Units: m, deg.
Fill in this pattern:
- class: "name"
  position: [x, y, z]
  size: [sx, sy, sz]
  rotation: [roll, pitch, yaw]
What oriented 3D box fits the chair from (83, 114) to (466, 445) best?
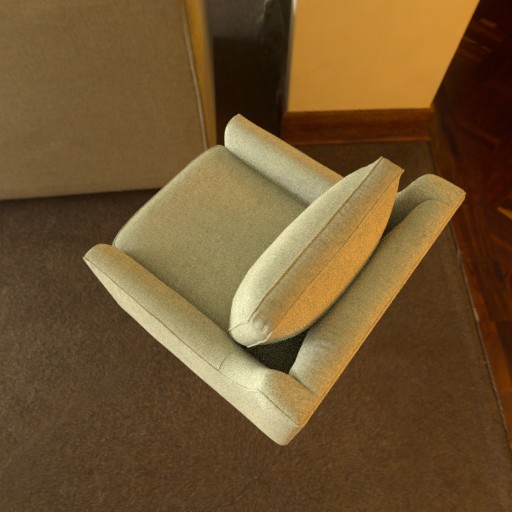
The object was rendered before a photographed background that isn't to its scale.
- class: "chair"
  position: [0.000, 0.000, 1.565]
  size: [0.918, 0.864, 0.838]
  rotation: [36, 69, 16]
